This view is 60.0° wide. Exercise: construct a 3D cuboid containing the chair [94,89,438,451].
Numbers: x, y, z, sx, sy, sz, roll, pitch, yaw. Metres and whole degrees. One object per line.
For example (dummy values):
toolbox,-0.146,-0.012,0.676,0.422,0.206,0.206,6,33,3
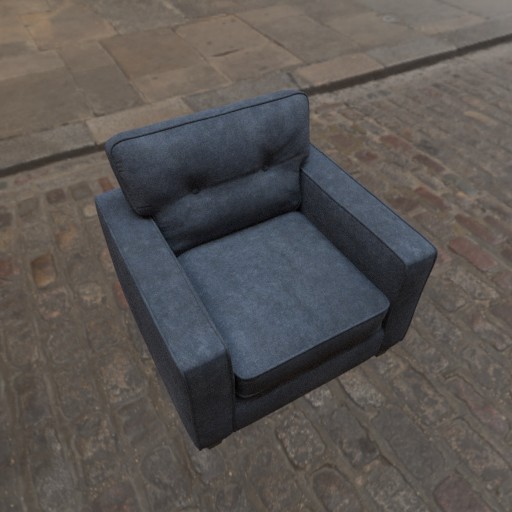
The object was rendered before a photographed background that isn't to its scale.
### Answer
chair,0.000,0.000,1.786,1.015,0.965,0.939,-22,49,-20
